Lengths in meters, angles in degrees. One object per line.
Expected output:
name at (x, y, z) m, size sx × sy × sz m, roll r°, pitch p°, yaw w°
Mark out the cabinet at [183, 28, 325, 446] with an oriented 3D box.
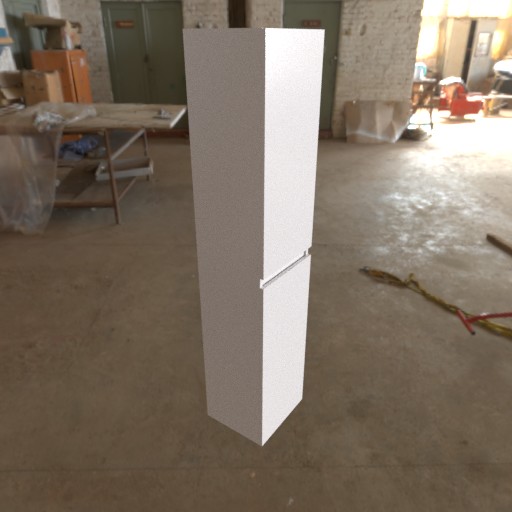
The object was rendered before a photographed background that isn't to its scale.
cabinet at (0.000, 0.000, 1.537) m, size 0.269 × 1.400 × 0.300 m, roll 17°, pitch 31°, yaw 31°
